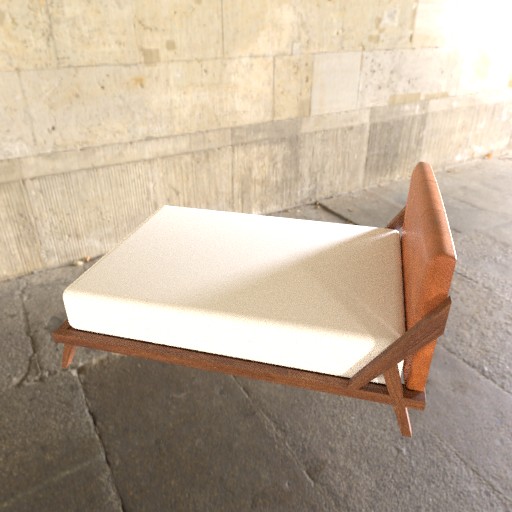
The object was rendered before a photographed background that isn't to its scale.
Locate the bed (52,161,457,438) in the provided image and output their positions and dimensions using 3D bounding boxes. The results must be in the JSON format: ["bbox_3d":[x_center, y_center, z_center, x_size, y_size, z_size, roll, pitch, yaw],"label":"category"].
[{"bbox_3d":[0.000,0.000,3.185,2.311,1.168,1.651,7,30,13],"label":"bed"}]
